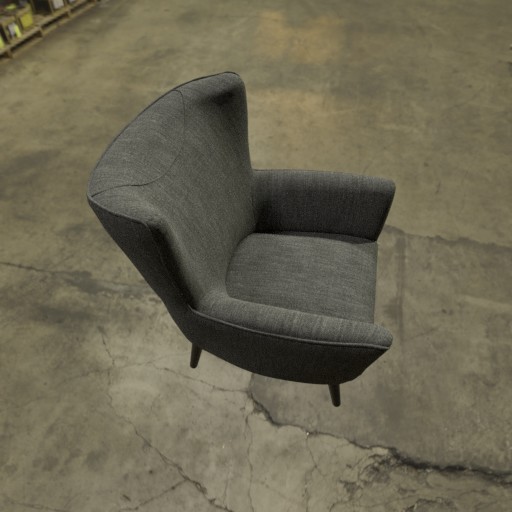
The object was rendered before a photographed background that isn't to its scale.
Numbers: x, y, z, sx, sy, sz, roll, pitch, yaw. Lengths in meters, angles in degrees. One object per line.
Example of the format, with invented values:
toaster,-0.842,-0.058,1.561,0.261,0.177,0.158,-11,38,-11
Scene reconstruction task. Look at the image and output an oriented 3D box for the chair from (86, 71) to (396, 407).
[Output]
chair,0.000,0.000,1.537,0.888,0.933,0.781,9,47,9
